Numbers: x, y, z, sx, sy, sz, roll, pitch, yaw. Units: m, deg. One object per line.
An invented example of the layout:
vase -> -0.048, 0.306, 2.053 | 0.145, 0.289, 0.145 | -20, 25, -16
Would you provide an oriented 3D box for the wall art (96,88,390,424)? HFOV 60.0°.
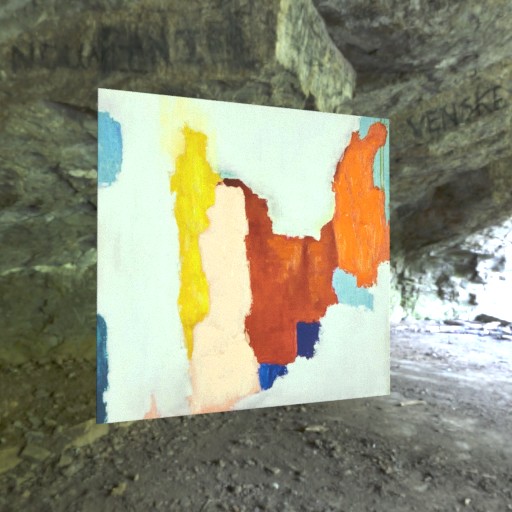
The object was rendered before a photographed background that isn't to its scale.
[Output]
wall art -> 0.000, 0.000, 1.506 | 1.017, 1.017, 0.044 | 0, -1, -17
